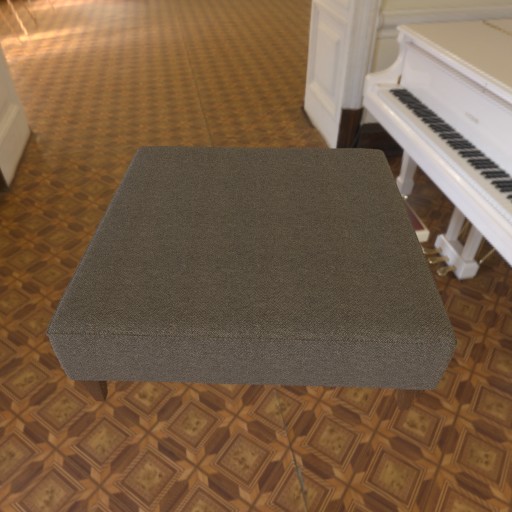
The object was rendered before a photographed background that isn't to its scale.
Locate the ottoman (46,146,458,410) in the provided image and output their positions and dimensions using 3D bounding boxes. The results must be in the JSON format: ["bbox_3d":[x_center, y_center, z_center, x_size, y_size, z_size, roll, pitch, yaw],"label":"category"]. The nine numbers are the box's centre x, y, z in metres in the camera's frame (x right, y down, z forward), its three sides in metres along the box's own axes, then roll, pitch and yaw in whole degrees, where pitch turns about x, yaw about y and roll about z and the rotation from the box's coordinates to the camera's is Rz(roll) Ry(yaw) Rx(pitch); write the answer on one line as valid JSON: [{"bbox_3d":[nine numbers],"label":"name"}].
[{"bbox_3d":[0.000,0.000,1.493,0.981,0.378,0.970,1,41,1],"label":"ottoman"}]
